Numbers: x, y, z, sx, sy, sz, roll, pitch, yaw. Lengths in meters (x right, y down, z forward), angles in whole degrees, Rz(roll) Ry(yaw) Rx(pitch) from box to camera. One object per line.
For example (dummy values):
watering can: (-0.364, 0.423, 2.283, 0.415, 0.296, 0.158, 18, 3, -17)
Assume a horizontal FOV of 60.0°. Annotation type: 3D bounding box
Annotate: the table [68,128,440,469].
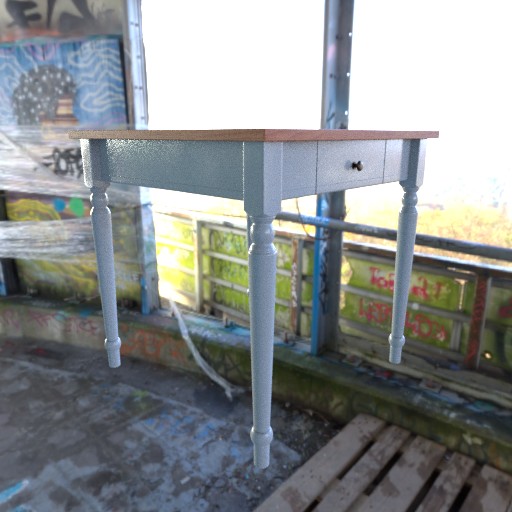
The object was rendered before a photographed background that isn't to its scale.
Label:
table: (0.000, 0.000, 1.355, 0.747, 0.738, 0.747, 14, 21, 41)
